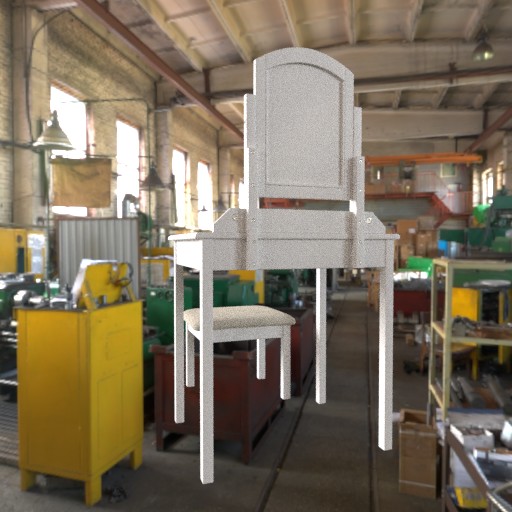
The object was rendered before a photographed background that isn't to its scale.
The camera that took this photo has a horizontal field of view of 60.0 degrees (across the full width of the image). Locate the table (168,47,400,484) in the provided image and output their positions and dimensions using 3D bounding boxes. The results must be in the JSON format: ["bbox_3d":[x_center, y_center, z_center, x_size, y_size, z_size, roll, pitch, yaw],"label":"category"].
[{"bbox_3d":[0.000,0.000,2.275,0.876,1.631,1.211,-1,2,-20],"label":"table"}]
